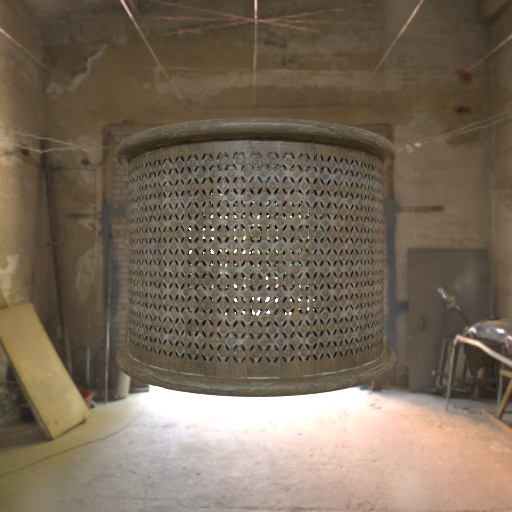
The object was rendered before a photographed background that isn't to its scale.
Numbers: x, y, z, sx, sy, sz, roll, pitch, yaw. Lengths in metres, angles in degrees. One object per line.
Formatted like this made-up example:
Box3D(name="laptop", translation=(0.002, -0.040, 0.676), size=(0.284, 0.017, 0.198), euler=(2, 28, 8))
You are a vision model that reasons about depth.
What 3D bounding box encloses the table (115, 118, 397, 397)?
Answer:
Box3D(name="table", translation=(0.000, 0.000, 1.006), size=(0.607, 0.450, 0.607), euler=(0, 1, 0))
